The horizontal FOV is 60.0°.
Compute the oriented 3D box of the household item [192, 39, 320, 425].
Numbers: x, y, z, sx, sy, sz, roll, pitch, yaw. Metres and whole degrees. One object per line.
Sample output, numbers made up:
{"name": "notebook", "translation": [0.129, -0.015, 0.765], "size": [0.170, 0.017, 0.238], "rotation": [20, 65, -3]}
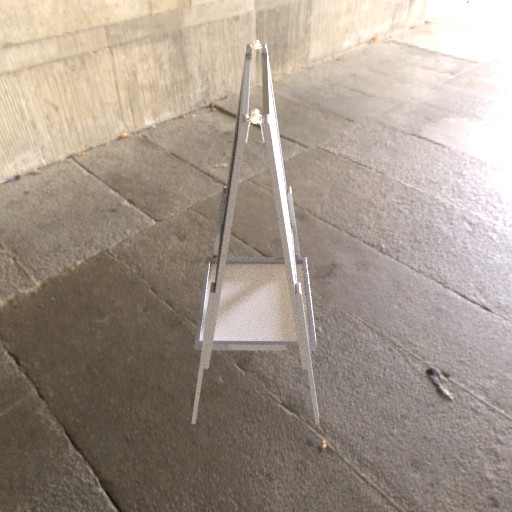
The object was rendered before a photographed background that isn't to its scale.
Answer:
{"name": "household item", "translation": [0.000, 0.000, 1.445], "size": [0.469, 1.172, 0.531], "rotation": [0, 41, 0]}
